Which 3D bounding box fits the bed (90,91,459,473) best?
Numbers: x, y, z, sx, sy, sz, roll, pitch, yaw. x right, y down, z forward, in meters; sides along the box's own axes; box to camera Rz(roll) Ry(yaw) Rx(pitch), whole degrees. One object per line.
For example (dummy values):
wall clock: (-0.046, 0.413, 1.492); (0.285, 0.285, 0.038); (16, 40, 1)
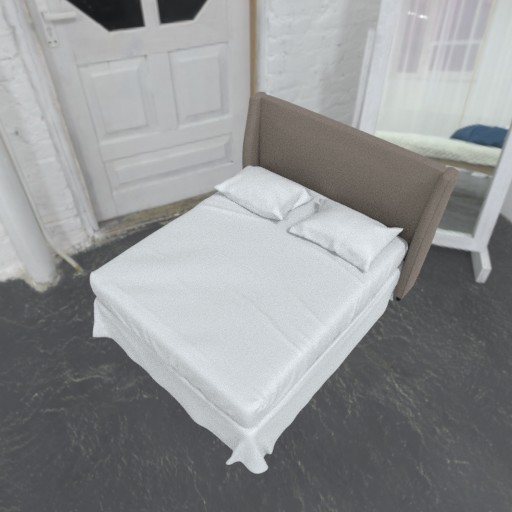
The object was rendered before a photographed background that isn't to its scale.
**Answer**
bed: (0.000, 0.000, 3.463); (1.925, 1.332, 2.276); (32, 54, 28)
